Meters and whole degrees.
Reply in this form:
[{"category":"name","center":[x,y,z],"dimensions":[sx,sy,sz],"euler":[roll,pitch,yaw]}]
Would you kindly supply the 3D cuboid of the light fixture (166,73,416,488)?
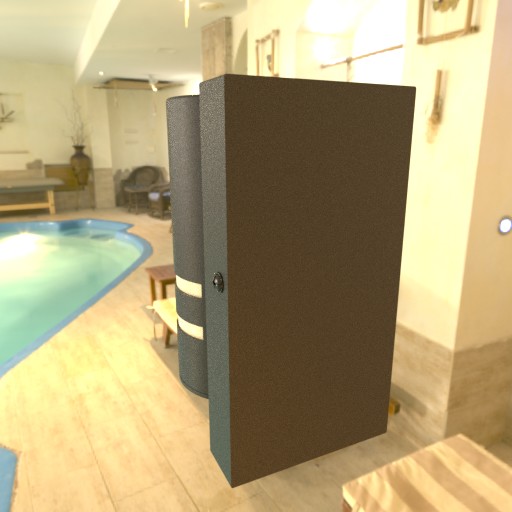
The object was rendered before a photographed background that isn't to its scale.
[{"category":"light fixture","center":[0.000,0.000,0.261],"dimensions":[0.098,0.179,0.138],"euler":[-7,16,-25]}]
